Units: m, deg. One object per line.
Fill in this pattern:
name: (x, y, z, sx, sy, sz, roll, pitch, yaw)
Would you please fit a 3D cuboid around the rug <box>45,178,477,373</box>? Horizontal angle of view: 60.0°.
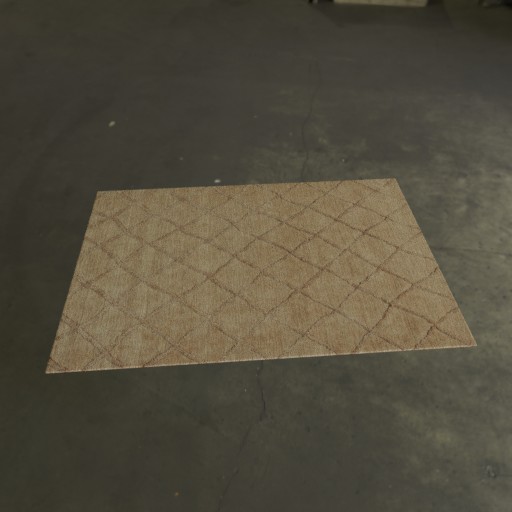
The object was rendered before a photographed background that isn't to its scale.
rug: (0.000, 0.000, 2.879, 2.292, 0.014, 1.528, -3, 46, -3)
